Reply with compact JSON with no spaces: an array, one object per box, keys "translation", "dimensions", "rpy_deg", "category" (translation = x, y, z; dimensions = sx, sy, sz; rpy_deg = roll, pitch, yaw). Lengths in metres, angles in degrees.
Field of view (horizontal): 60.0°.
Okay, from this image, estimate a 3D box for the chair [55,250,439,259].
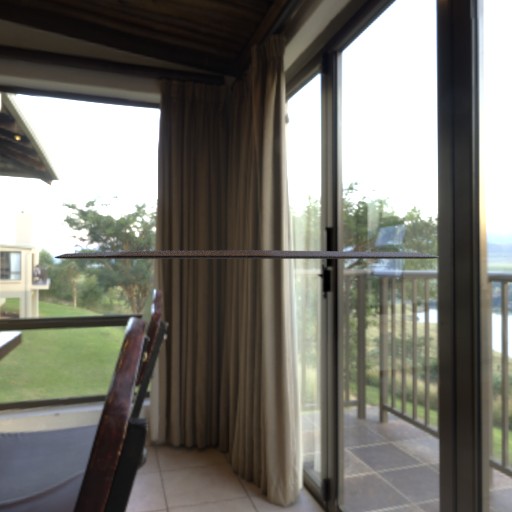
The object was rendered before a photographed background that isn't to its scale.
[{"translation":[0.000,0.000,1.881],"dimensions":[1.372,0.024,1.219],"rpy_deg":[0,0,-36],"category":"chair"}]
